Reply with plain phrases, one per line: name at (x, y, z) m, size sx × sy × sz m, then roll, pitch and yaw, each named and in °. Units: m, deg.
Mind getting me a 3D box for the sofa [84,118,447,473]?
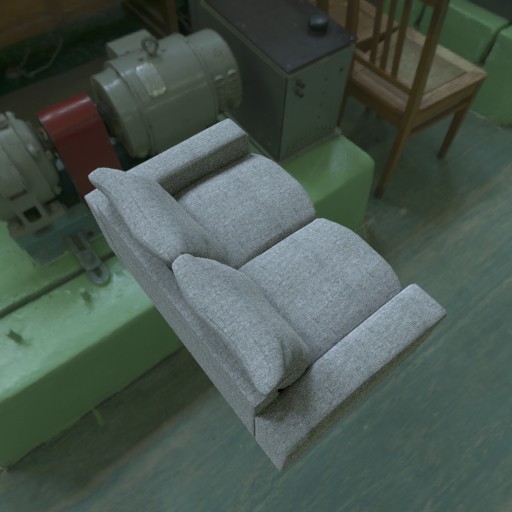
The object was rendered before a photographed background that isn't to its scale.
sofa at (0.000, 0.000, 2.405) m, size 1.094 × 0.877 × 1.758 m, roll -34°, pitch 64°, yaw -19°
